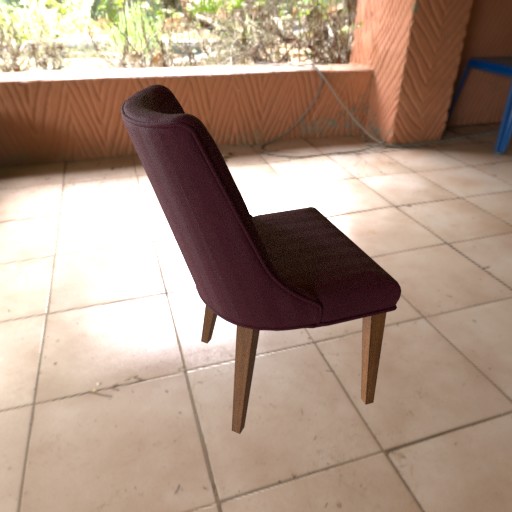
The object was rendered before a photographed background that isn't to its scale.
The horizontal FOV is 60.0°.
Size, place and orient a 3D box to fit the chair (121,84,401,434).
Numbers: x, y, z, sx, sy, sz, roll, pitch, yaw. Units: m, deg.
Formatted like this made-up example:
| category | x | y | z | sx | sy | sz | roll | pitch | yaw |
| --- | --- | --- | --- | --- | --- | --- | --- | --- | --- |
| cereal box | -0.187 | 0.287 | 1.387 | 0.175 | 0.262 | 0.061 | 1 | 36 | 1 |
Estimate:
| category | x | y | z | sx | sy | sz | roll | pitch | yaw |
| --- | --- | --- | --- | --- | --- | --- | --- | --- | --- |
| chair | 0.000 | 0.000 | 1.299 | 0.638 | 0.916 | 0.548 | -10 | 32 | -16 |
